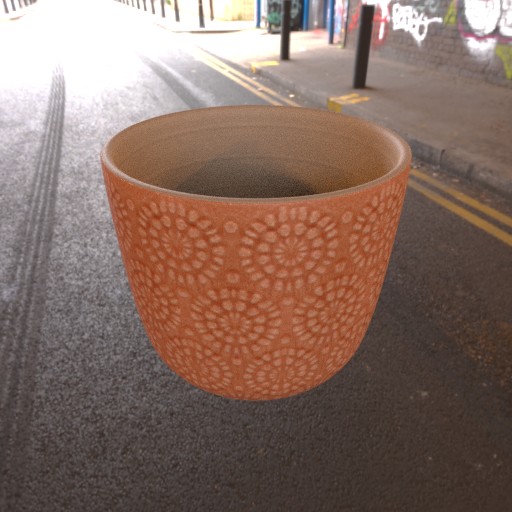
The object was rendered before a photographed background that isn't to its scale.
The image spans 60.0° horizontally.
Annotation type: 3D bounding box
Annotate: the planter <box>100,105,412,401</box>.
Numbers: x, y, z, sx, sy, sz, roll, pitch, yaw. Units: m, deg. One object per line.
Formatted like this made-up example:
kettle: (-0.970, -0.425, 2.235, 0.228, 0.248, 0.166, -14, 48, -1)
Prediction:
planter: (0.000, 0.000, 0.356, 0.208, 0.190, 0.208, 0, 32, 0)
